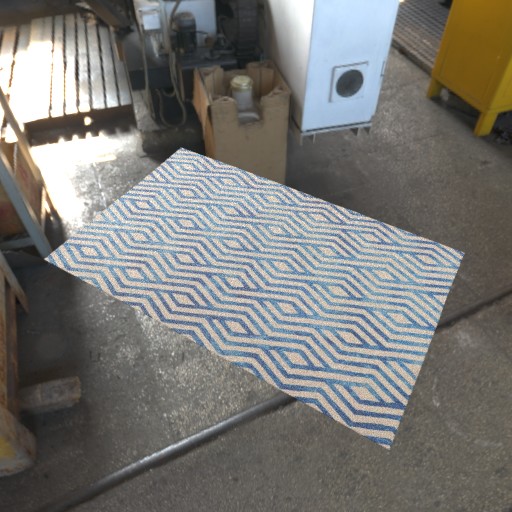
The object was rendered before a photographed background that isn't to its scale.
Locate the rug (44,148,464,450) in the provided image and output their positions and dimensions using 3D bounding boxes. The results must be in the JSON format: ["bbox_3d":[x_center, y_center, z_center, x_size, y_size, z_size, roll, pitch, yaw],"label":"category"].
[{"bbox_3d":[0.000,0.000,3.034,2.439,0.008,1.531,24,52,20],"label":"rug"}]
